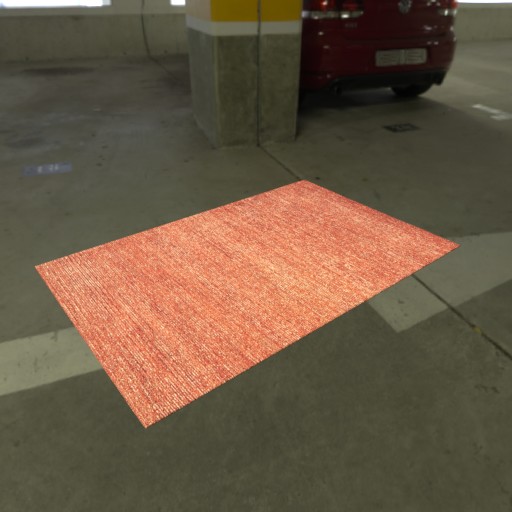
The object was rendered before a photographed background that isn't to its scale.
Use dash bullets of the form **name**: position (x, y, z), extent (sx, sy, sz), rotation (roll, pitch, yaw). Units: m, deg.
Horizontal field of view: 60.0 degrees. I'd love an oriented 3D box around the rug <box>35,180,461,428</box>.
- **rug**: position (0.000, 0.000, 2.161), extent (1.747, 0.011, 1.139), rotation (-22, 38, -32)
